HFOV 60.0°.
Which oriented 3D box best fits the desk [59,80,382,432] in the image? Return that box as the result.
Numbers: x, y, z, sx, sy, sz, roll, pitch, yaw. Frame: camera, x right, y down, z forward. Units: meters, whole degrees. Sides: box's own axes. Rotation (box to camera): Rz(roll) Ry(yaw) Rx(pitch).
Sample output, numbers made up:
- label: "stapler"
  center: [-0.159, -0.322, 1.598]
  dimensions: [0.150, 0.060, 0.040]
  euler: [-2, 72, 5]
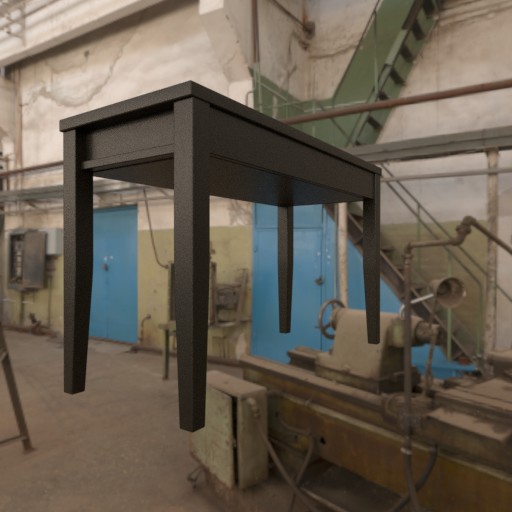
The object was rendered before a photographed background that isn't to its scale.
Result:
- label: "desk"
  center: [0.000, 0.000, 1.609]
  dimensions: [0.508, 0.775, 1.220]
  euler: [0, 0, 35]
